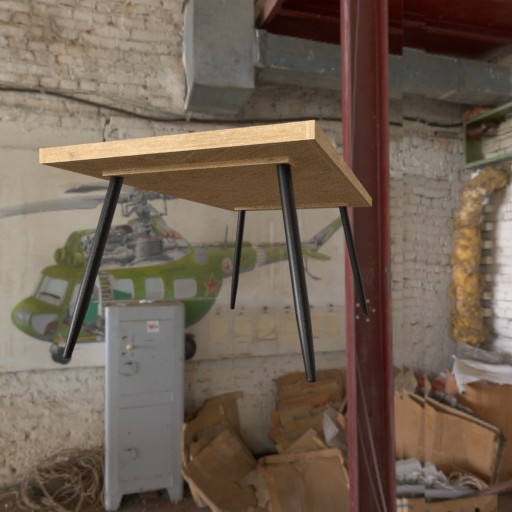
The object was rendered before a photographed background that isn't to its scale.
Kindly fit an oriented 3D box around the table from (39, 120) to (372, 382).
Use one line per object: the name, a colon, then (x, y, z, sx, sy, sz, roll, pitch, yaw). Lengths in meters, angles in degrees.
table: (0.000, 0.000, 2.258, 0.991, 0.762, 1.803, 0, 0, 20)
